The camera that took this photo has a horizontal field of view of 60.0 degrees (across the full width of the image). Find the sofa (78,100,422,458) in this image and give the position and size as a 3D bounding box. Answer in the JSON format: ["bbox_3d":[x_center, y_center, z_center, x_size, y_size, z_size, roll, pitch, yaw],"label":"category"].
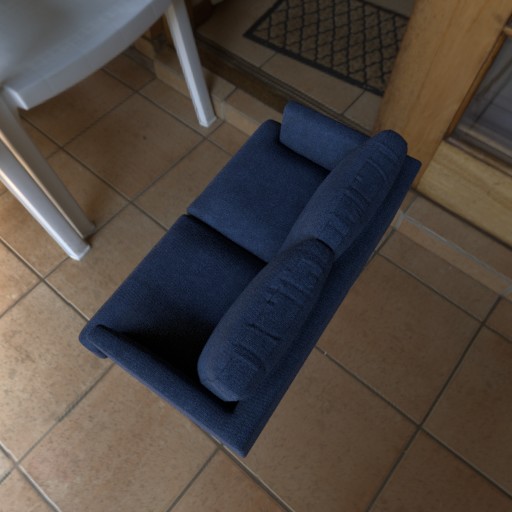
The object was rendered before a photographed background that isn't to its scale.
[{"bbox_3d":[0.000,0.000,2.150,0.903,0.944,1.582,31,67,15],"label":"sofa"}]
